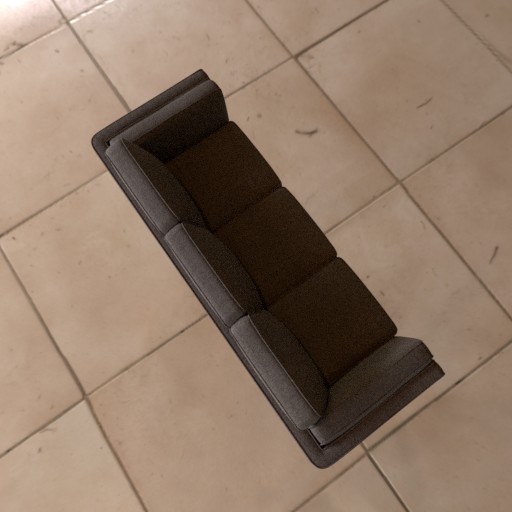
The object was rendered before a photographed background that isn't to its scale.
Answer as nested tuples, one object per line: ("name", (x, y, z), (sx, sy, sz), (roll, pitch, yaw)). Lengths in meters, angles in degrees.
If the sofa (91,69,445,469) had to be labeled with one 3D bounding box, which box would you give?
("sofa", (0.000, 0.000, 2.780), (0.903, 0.899, 2.362), (-35, 78, -8))
